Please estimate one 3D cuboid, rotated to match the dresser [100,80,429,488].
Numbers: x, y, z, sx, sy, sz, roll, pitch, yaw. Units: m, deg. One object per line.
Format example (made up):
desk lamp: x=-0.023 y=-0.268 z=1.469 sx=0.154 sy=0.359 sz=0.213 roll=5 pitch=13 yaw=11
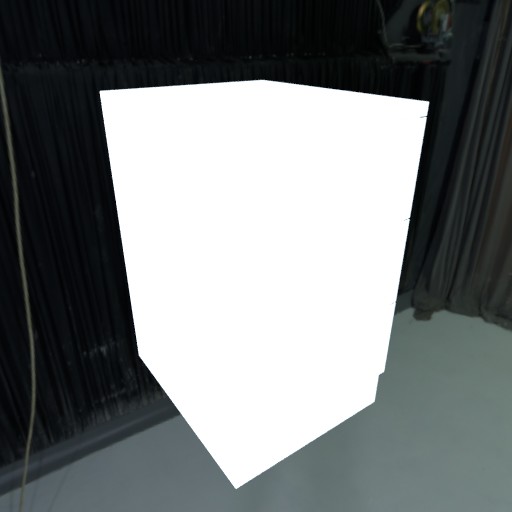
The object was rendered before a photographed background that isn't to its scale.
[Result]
dresser: x=0.000 y=0.000 z=0.817 sx=0.360 sy=0.560 sz=0.400 roll=-18 pitch=32 yaw=-31
